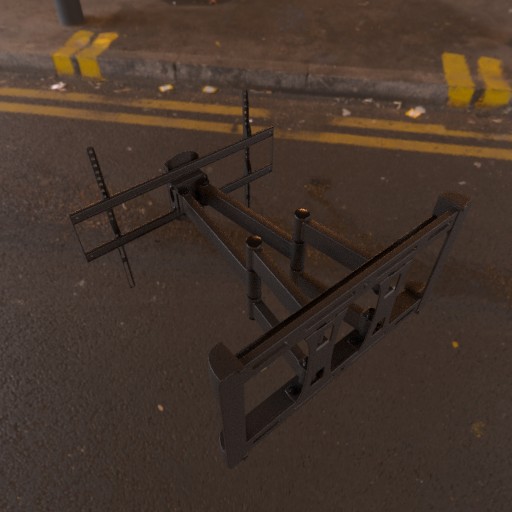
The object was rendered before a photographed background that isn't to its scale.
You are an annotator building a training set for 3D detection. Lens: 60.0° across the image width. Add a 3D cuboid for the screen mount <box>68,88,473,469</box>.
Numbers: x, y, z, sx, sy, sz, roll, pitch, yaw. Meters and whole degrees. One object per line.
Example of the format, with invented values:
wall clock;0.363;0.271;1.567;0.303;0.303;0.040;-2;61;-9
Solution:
screen mount;0.000;0.000;1.099;0.661;0.491;0.644;-31;53;-26
